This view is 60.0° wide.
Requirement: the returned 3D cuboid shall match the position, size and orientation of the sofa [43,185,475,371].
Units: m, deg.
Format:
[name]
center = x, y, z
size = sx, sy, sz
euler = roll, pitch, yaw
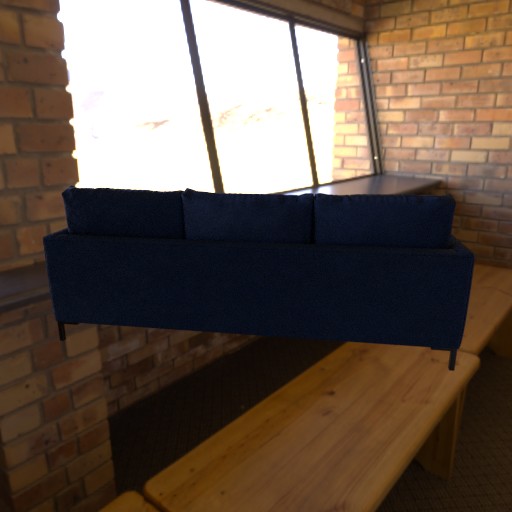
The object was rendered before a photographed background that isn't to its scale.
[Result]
[sofa]
center = 0.000, 0.000, 2.699
size = 2.252, 0.879, 0.875
euler = 2, 17, 8
